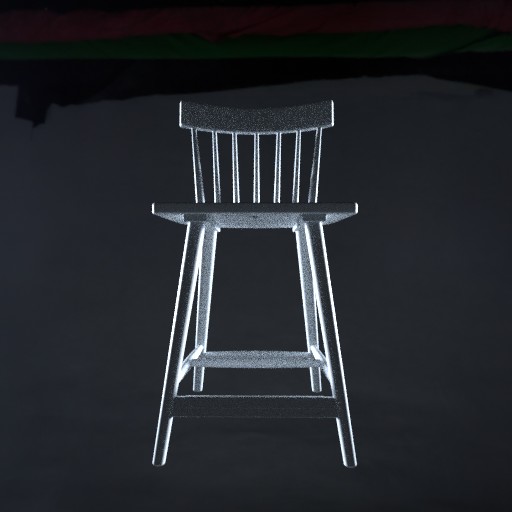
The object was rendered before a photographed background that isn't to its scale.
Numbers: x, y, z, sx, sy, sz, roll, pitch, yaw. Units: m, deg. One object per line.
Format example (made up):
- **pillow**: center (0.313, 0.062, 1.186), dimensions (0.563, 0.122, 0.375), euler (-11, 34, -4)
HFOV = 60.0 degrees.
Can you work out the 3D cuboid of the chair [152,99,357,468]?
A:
- **chair**: center (0.000, 0.000, 1.279), dimensions (0.483, 0.952, 0.572), euler (0, 0, 1)
